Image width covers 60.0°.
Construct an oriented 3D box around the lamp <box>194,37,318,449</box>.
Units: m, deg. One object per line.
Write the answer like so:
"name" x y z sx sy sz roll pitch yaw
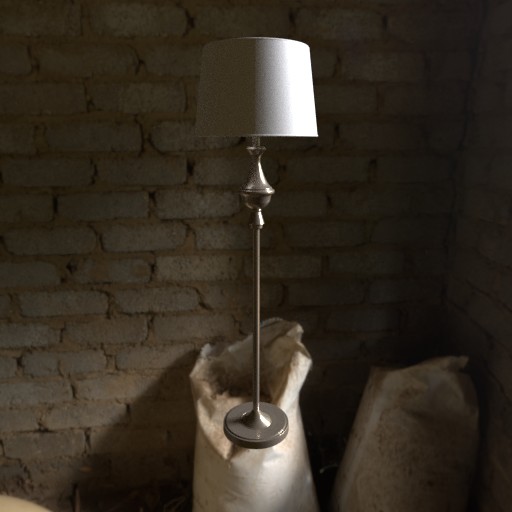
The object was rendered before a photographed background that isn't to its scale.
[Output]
"lamp" 0.000 0.000 1.668 0.431 1.488 0.431 0 15 0
